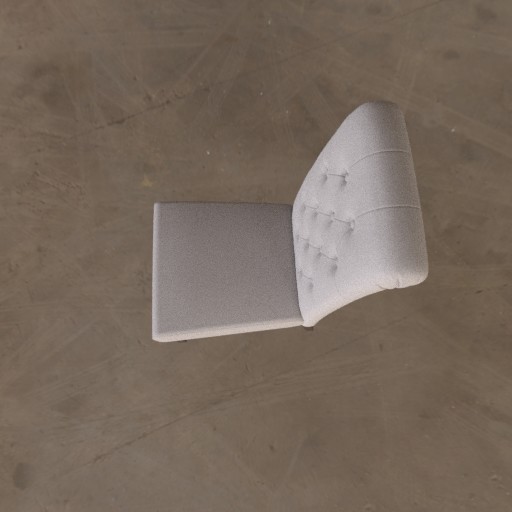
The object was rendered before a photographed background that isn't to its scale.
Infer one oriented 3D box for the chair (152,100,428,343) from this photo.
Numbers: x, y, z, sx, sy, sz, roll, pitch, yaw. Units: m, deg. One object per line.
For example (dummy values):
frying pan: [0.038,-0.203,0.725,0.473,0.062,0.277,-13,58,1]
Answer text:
chair: [0.000,0.000,1.363,0.671,1.006,0.456,-3,74,-1]
